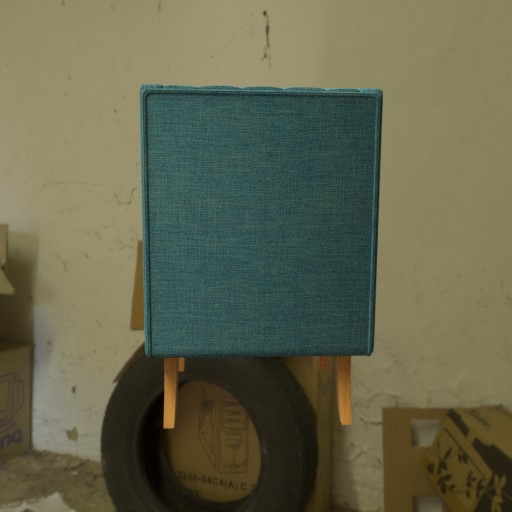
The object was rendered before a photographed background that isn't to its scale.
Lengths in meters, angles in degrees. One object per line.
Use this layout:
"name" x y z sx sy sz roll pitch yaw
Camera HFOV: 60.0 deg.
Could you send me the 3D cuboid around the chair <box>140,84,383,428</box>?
"chair" 0.000 0.000 1.508 0.711 0.952 0.775 0 0 -3
